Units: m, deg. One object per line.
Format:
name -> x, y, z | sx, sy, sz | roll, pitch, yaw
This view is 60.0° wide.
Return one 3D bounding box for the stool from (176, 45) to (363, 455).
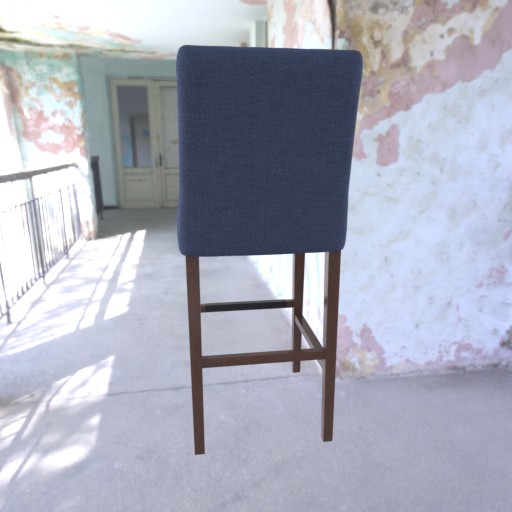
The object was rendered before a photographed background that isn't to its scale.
stool -> 0.000, 0.000, 1.348 | 0.470, 1.078, 0.577 | -2, 15, -8
